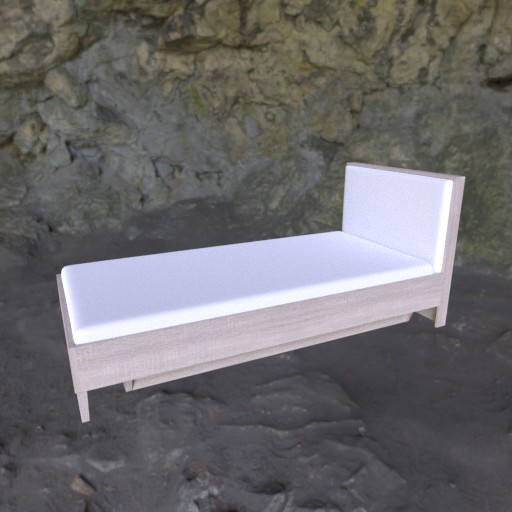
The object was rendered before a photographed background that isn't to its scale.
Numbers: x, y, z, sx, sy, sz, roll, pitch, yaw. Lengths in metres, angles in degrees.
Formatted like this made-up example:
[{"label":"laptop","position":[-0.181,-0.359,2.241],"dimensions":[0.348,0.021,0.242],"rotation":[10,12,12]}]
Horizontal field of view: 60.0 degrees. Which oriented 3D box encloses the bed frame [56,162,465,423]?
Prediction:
[{"label":"bed frame","position":[0.000,0.000,2.607],"dimensions":[2.140,0.920,0.990],"rotation":[-8,19,-25]}]
